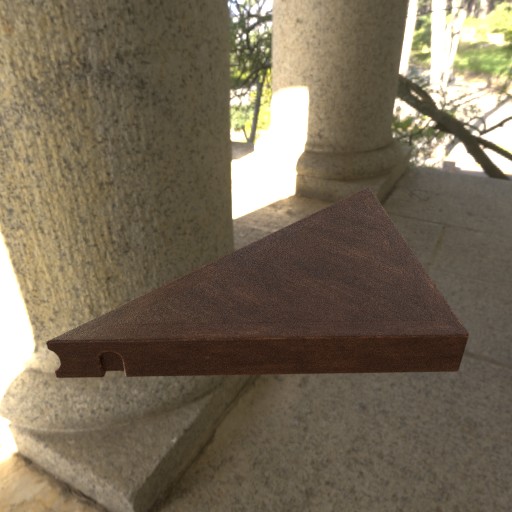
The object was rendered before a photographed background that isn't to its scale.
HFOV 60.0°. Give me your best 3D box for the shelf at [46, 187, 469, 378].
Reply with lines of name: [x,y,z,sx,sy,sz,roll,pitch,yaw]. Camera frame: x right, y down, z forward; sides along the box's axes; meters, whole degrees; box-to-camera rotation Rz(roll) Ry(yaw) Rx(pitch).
shelf: [0.000,0.000,0.445,0.296,0.035,0.296,-1,29,-1]
